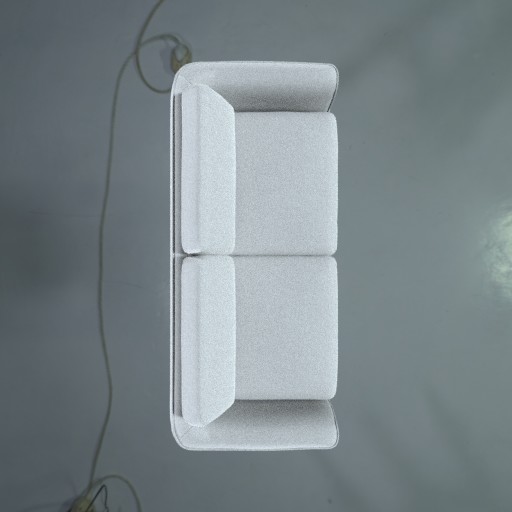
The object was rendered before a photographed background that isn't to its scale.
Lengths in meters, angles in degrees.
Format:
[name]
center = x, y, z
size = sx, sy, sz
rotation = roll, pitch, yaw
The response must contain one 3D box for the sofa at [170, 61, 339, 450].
[sofa]
center = 0.000, 0.000, 2.460
size = 0.920, 0.850, 2.000
rotation = 0, 90, 0
